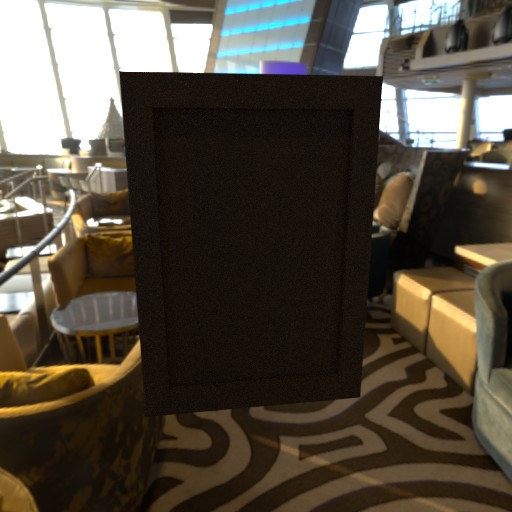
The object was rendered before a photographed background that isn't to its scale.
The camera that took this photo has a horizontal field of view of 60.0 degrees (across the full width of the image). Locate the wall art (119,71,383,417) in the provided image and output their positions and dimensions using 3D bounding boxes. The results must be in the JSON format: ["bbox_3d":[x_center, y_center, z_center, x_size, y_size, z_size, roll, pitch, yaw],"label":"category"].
[{"bbox_3d":[0.000,0.000,0.673,0.359,0.513,0.017,-2,16,-8],"label":"wall art"}]
